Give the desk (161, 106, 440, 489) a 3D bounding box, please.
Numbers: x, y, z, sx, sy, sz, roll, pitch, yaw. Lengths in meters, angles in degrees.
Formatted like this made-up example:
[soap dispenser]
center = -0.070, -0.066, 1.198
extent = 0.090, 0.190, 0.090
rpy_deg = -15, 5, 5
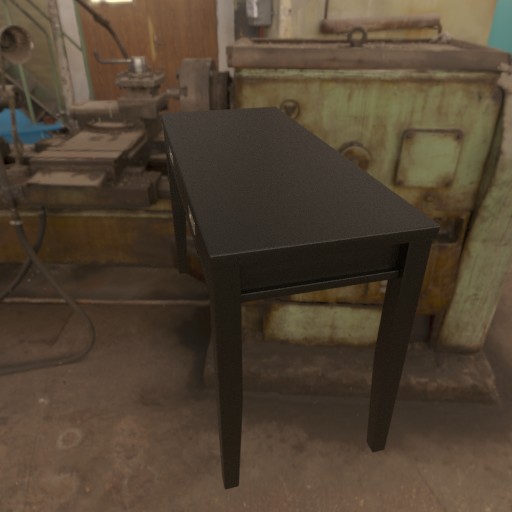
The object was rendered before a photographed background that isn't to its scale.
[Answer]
[desk]
center = 0.000, 0.000, 1.608
extent = 0.508, 0.775, 1.220
rpy_deg = -8, 31, -13
